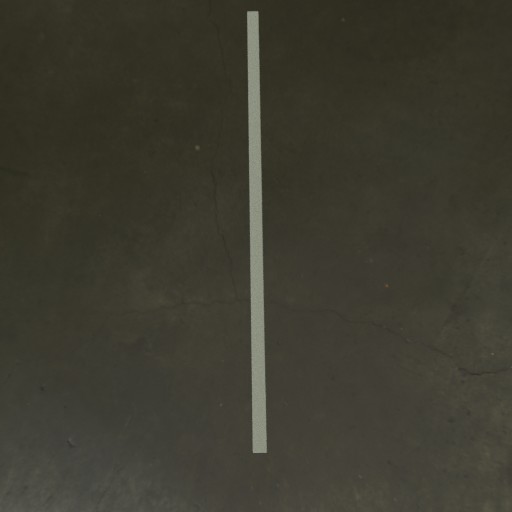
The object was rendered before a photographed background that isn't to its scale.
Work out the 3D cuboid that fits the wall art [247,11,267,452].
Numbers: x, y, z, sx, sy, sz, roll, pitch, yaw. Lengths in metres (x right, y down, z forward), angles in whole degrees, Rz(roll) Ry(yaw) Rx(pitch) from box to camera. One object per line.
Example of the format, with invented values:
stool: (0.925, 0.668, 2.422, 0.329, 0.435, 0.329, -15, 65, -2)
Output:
wall art: (0.000, 0.000, 1.173, 0.022, 0.803, 0.805, -1, 78, 0)
